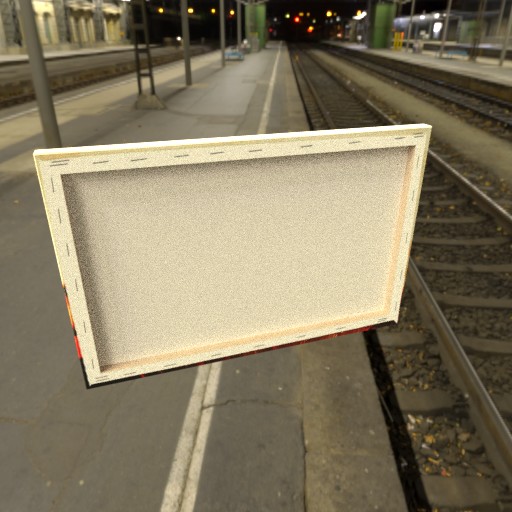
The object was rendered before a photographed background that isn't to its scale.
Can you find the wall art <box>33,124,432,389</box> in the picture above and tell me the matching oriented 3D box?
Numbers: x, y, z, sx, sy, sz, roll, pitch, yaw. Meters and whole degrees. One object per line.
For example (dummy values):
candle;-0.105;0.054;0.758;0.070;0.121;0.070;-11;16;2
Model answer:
wall art;0.000;0.000;1.133;0.918;0.602;0.038;-8;28;-16
